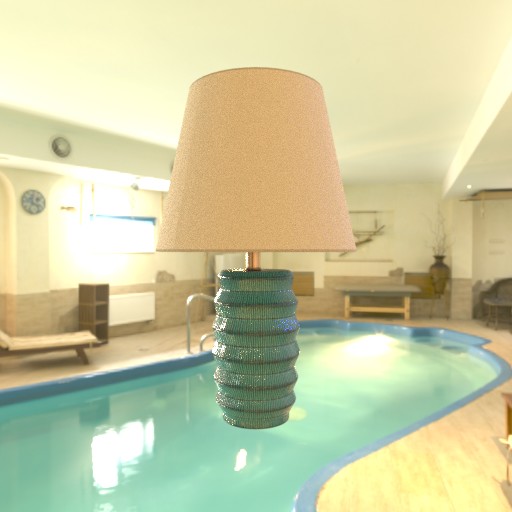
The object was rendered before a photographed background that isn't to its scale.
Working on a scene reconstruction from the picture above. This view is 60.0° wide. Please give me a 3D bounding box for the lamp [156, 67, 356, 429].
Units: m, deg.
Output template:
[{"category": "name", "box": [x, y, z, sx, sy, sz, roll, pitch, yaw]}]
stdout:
[{"category": "lamp", "box": [0.000, 0.000, 0.801, 0.355, 0.582, 0.355, 0, 1, 0]}]
